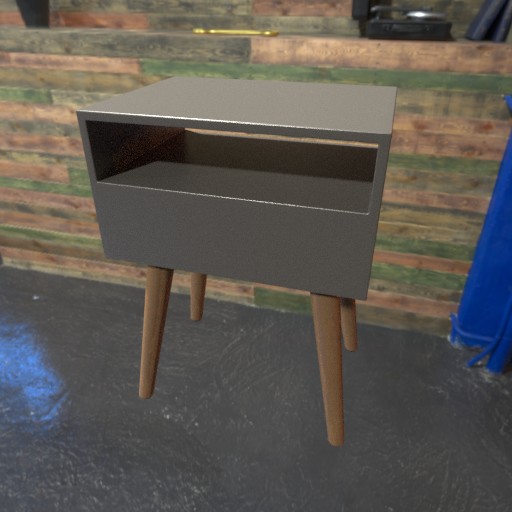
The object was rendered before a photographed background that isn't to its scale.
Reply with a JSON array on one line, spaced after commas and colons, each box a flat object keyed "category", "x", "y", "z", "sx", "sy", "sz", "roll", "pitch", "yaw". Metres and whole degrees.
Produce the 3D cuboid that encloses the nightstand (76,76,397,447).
[{"category": "nightstand", "x": 0.000, "y": 0.000, "z": 0.737, "sx": 0.370, "sy": 0.508, "sz": 0.288, "roll": 9, "pitch": 31, "yaw": 14}]
